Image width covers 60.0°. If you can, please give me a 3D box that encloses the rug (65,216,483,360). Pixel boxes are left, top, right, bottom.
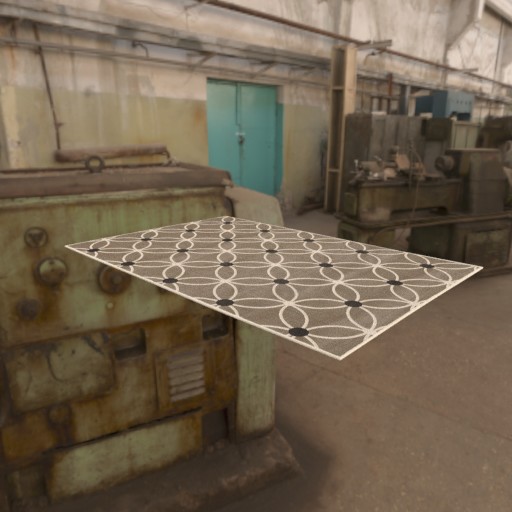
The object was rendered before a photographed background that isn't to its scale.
[{"bbox_3d":[0.000,0.000,2.865,2.284,0.008,1.522,15,22,42],"label":"rug"}]
